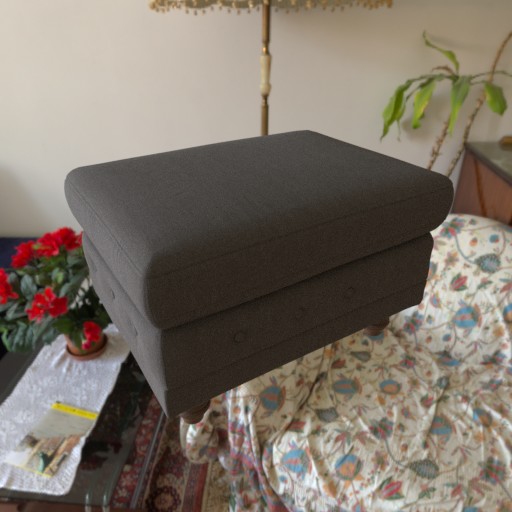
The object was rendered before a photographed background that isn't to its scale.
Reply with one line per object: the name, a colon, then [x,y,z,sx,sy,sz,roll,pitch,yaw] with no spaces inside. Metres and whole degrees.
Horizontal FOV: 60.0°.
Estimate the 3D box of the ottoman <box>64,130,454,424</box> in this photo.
ottoman: [0.000,0.000,1.138,0.771,0.500,0.569,-17,34,-28]
